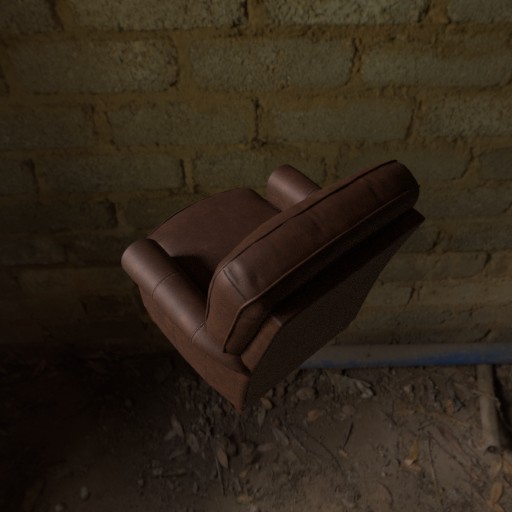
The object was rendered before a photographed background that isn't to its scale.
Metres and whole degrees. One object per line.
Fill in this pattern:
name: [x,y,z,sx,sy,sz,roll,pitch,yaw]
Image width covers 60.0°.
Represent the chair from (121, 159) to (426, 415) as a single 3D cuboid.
chair: [0.000,0.000,1.851,0.936,1.018,0.986,-32,54,-27]
